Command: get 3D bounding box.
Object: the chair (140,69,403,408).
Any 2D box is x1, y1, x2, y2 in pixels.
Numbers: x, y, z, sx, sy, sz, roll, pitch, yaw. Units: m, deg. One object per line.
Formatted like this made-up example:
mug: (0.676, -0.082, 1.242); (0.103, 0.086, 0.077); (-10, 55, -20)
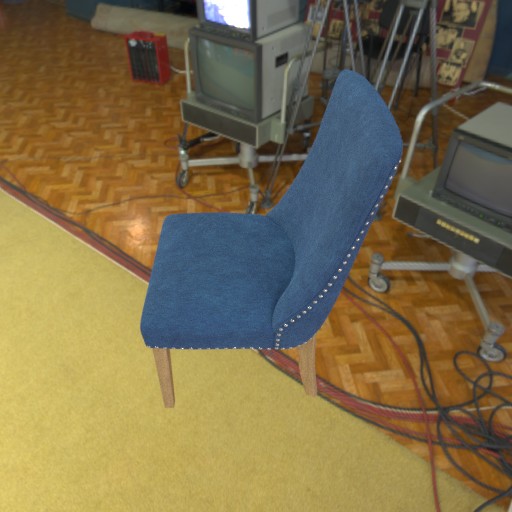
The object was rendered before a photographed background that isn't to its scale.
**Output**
chair: (0.000, 0.000, 1.279); (0.610, 0.902, 0.495); (-1, 42, -1)
